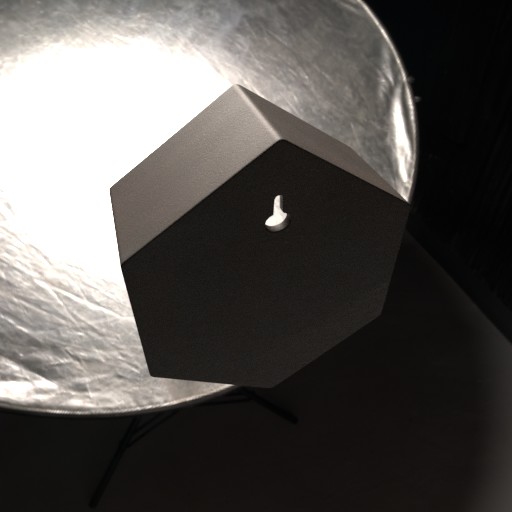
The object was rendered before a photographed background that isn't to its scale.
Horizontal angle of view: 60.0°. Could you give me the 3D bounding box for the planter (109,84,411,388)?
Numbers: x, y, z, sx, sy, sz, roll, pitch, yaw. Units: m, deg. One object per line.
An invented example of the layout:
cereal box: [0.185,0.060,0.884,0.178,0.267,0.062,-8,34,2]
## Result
planter: [0.000,0.000,0.301,0.169,0.206,0.077,-12,42,-14]
